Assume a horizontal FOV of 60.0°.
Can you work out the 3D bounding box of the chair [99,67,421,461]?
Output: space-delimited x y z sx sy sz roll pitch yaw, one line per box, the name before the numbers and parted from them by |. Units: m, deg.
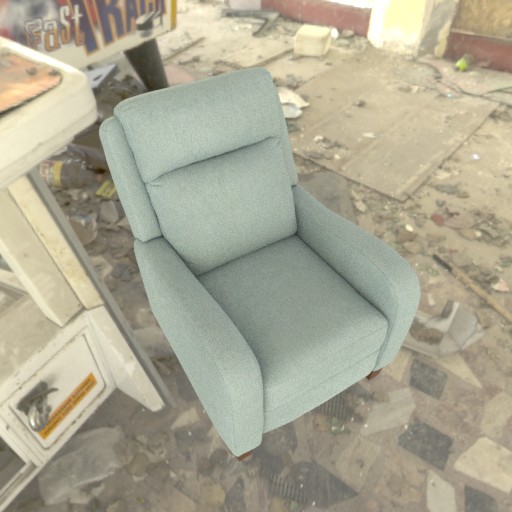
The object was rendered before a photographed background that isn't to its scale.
chair | 0.000 0.000 1.689 0.785 1.067 0.988 -23 50 -22
